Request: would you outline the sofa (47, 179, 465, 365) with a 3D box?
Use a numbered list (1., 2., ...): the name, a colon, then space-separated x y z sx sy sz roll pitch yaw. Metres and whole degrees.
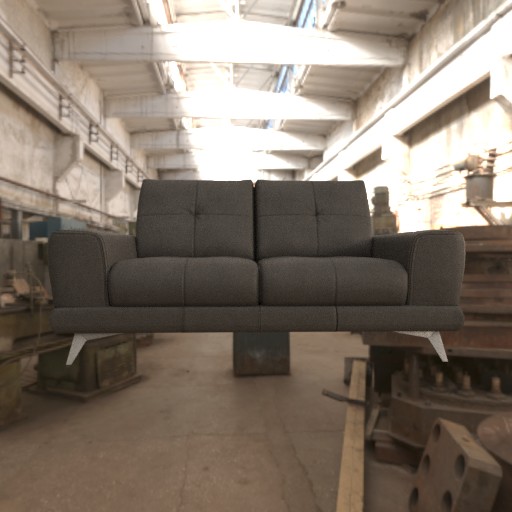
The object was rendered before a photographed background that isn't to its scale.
1. sofa: 0.000 0.000 2.348 1.806 0.907 1.018 0 1 -2
